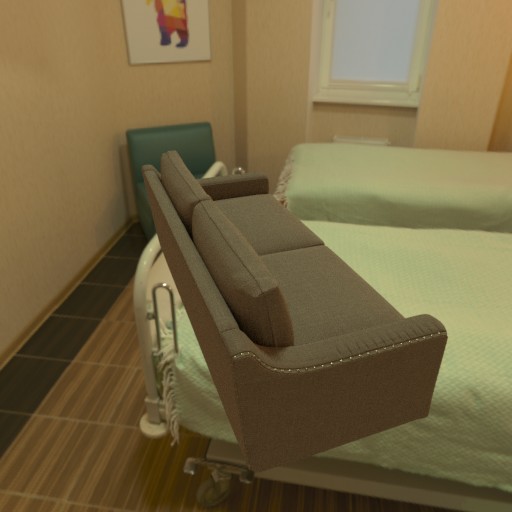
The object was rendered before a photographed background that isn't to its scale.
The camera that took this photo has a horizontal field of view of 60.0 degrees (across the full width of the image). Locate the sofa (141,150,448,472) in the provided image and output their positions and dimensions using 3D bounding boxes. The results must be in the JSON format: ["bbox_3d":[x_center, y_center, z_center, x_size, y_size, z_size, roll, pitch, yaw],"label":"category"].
[{"bbox_3d":[0.000,0.000,2.669,1.000,0.857,2.208,-10,31,-18],"label":"sofa"}]
